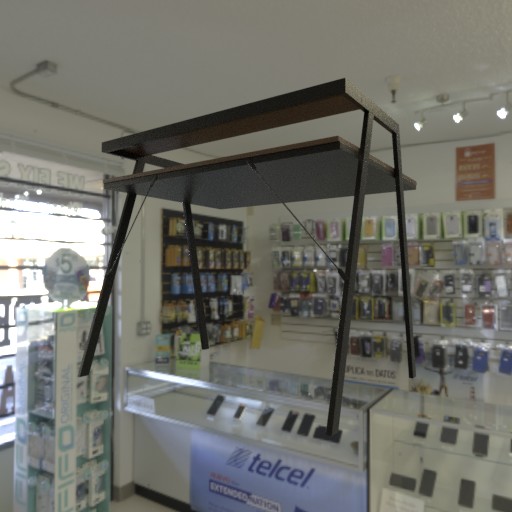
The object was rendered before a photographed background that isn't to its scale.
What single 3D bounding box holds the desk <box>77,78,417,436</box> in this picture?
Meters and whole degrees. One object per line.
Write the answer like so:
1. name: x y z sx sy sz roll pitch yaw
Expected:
1. desk: 0.000 0.000 1.897 1.143 0.998 0.936 -1 -2 35
